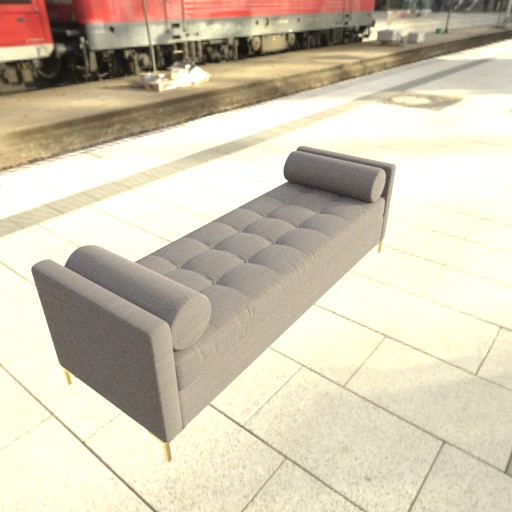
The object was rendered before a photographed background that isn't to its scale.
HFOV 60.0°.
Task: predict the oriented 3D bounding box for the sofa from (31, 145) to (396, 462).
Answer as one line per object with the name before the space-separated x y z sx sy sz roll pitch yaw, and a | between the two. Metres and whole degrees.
sofa | 0.000 0.000 2.343 0.686 0.635 1.981 21 36 31
